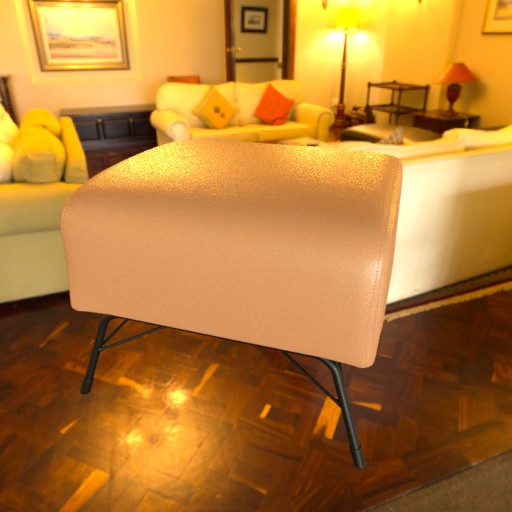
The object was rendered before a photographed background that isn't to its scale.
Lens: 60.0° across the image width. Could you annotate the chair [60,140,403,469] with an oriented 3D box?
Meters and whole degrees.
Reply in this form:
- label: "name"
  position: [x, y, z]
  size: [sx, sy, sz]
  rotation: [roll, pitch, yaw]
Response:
- label: "chair"
  position: [0.000, 0.000, 0.895]
  size: [0.530, 0.410, 0.530]
  rotation: [8, 27, 16]
